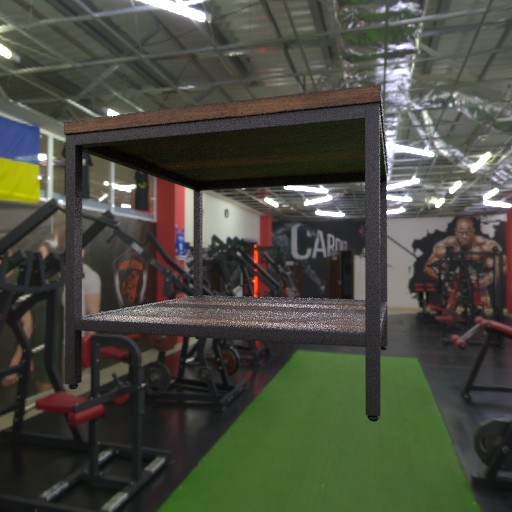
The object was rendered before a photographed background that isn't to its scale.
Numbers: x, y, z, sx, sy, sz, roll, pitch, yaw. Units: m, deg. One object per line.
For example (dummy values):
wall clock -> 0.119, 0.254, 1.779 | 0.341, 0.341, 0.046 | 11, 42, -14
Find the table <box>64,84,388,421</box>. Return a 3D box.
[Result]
table -> 0.000, 0.000, 0.973 | 0.548, 0.482, 0.553 | 0, -1, 18
